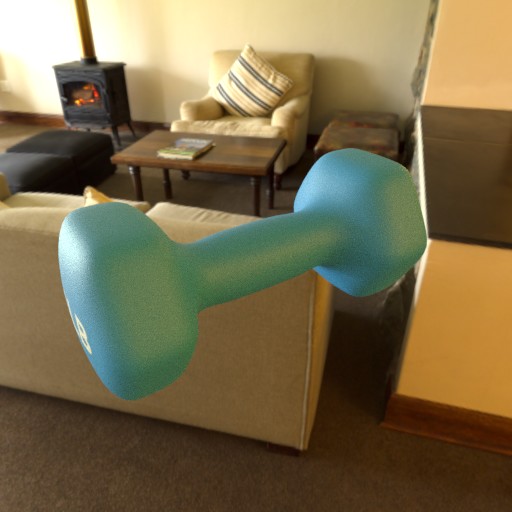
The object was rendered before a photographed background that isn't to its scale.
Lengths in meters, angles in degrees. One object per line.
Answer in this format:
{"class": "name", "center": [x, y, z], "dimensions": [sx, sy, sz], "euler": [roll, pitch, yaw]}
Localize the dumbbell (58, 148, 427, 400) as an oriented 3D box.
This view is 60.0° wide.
{"class": "dumbbell", "center": [0.000, 0.000, 0.189], "dimensions": [0.152, 0.066, 0.074], "euler": [-18, 35, -28]}
